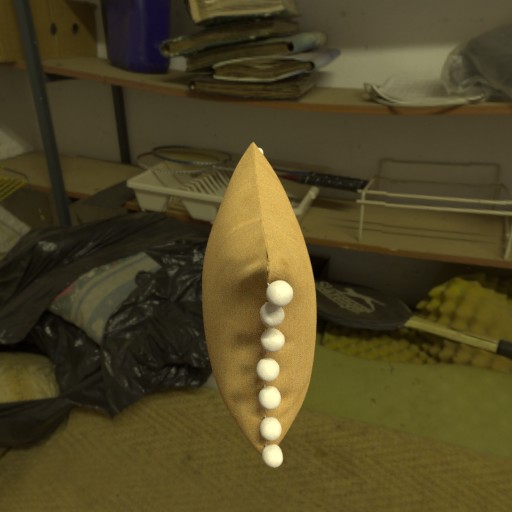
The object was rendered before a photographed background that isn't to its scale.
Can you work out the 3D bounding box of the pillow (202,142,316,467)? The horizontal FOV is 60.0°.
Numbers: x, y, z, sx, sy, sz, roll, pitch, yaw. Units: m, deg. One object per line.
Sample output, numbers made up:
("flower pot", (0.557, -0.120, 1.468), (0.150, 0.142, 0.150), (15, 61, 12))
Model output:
("pillow", (0.000, 0.000, 0.834), (0.201, 0.322, 0.709), (-1, 26, -2))
